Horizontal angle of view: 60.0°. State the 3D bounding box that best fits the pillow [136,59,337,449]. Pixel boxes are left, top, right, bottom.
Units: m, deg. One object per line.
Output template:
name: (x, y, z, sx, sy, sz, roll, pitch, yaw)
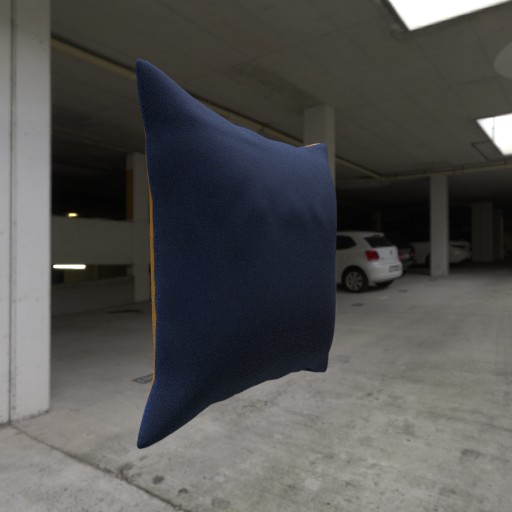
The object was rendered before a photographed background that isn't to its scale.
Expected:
pillow: (0.000, 0.000, 0.697, 0.173, 0.454, 0.463, -1, -1, 37)
